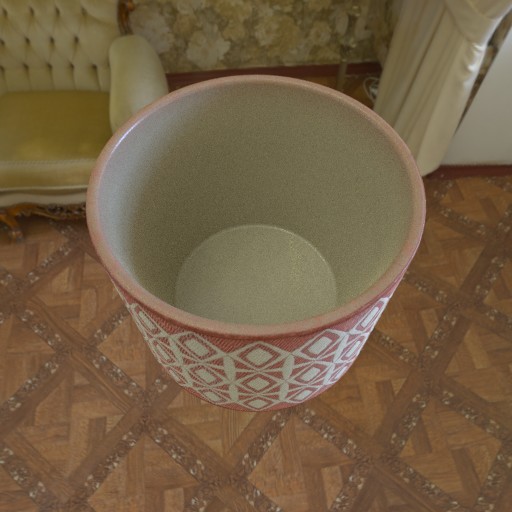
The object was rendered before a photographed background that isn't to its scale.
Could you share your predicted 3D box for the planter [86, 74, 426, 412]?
[{"bbox_3d":[0.000,0.000,0.461,0.273,0.237,0.273,0,58,0],"label":"planter"}]
